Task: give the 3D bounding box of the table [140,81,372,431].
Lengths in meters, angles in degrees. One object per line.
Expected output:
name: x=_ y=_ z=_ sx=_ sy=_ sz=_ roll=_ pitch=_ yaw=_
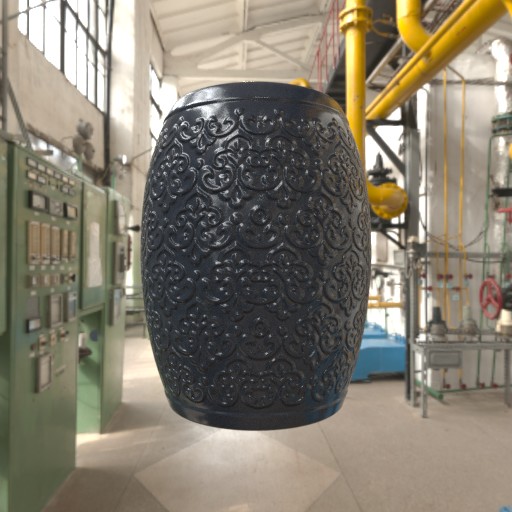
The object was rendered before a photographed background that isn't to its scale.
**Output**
table: x=0.000 y=0.000 z=0.612 sx=0.309 sy=0.397 sz=0.309 roll=0 pitch=0 yaw=0
